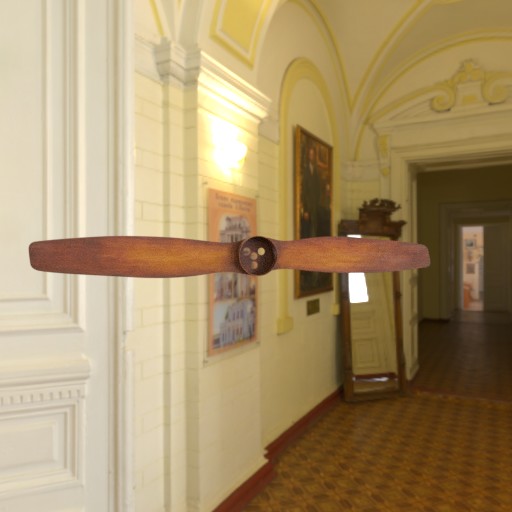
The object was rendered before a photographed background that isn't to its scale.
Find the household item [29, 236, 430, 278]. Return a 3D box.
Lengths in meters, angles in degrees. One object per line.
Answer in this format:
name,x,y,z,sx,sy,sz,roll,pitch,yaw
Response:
household item,0.000,0.000,1.275,1.181,0.121,0.051,0,-1,-17
